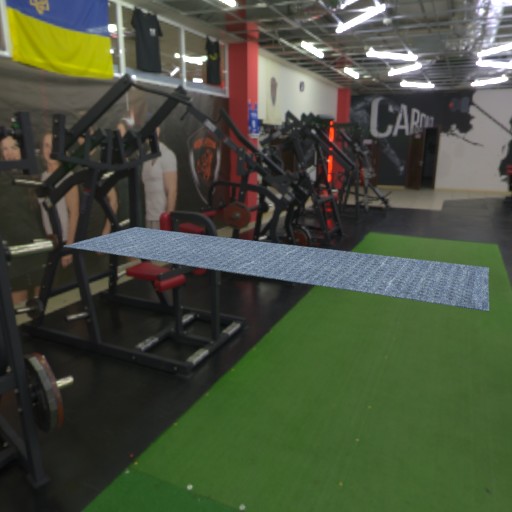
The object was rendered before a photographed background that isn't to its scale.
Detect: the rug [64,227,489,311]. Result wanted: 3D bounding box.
[{"bbox_3d":[0.000,0.000,2.606,2.443,0.008,0.688,7,17,26],"label":"rug"}]
